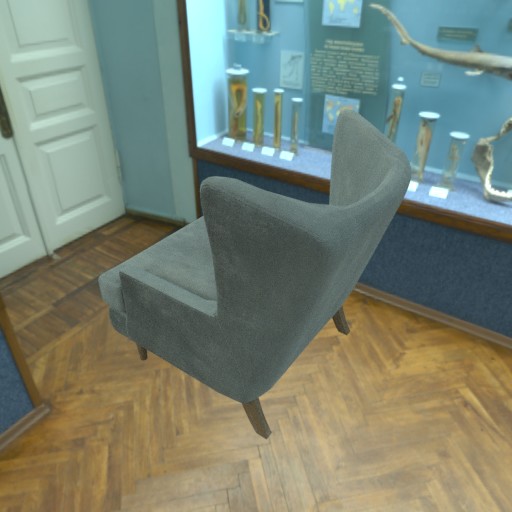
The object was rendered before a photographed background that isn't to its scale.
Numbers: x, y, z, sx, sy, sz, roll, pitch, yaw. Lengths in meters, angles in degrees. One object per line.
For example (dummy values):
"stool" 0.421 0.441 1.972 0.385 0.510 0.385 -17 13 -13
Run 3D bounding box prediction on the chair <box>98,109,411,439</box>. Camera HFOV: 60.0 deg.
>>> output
"chair" 0.000 0.000 1.640 0.906 0.950 0.784 21 39 29
